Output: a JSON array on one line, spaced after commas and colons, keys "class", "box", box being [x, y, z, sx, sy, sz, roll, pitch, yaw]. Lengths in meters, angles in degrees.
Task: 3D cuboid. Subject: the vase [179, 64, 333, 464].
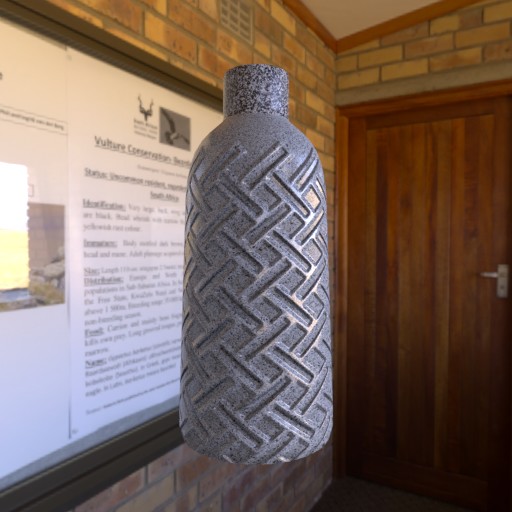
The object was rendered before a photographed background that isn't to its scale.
[{"class": "vase", "box": [0.000, 0.000, 0.352, 0.122, 0.282, 0.122, 0, 2, 0]}]
